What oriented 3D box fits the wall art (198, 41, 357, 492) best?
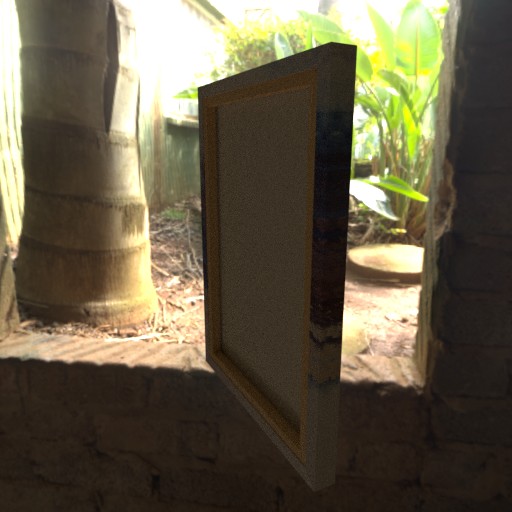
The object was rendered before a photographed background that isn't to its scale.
[{"bbox_3d":[0.000,0.000,0.748,0.036,0.581,0.437,-7,16,-26],"label":"wall art"}]
